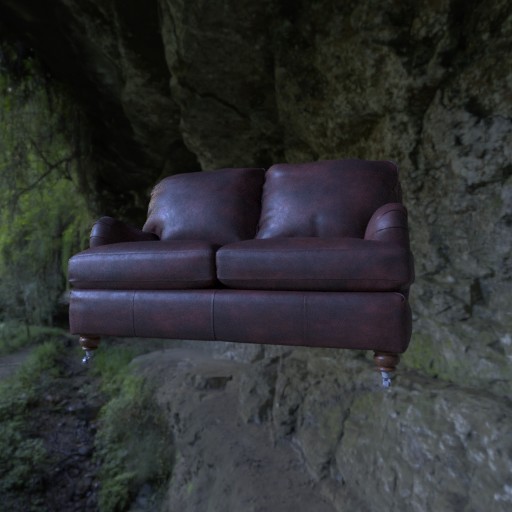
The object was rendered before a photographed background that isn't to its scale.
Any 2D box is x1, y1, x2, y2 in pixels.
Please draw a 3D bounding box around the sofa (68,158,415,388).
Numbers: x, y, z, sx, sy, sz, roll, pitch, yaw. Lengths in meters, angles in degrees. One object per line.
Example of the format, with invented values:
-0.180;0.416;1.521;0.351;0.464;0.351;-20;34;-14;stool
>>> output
0.000;0.000;2.433;1.628;1.070;1.148;-1;-2;19;sofa
